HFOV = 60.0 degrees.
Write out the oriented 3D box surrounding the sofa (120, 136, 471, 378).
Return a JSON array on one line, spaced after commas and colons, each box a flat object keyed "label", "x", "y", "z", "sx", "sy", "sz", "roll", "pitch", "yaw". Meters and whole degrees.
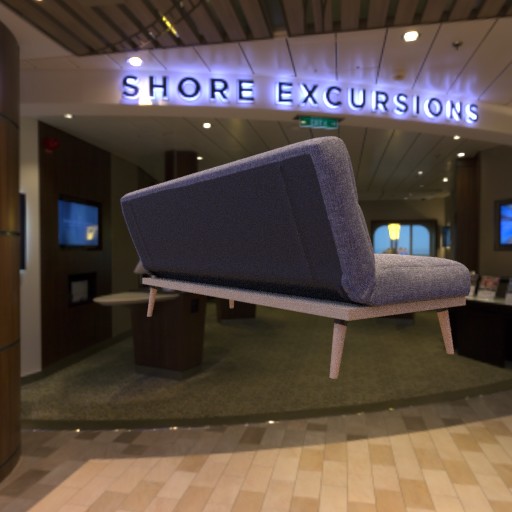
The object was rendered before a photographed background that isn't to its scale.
[{"label": "sofa", "x": 0.000, "y": 0.000, "z": 2.248, "sx": 0.820, "sy": 0.770, "sz": 1.820, "roll": -1, "pitch": 1, "yaw": -35}]
